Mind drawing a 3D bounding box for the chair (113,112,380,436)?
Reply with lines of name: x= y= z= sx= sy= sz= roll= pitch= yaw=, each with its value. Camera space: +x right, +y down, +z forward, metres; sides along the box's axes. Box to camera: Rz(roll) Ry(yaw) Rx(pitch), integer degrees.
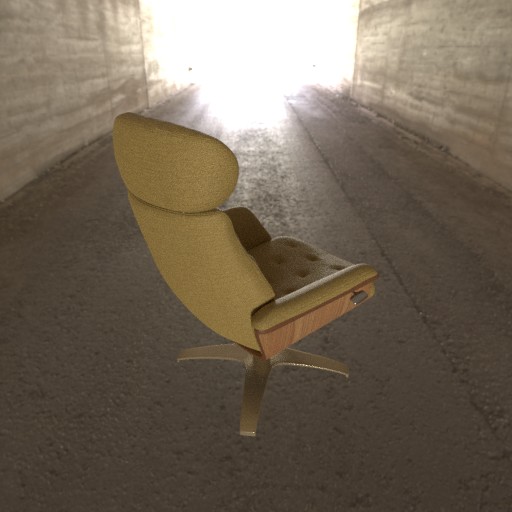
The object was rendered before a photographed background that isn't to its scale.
chair: x=0.000 y=0.000 z=1.562 sx=0.837 sy=0.995 sz=0.785 roll=-17 pitch=30 yaw=-33
